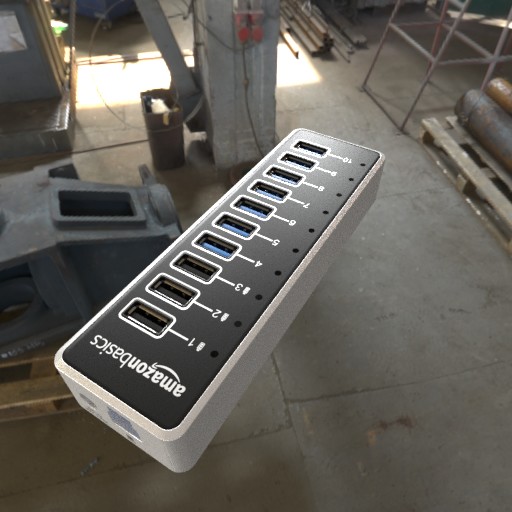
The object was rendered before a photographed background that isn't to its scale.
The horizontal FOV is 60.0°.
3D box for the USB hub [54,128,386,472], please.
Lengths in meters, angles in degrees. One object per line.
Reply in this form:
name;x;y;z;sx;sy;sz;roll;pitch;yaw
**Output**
USB hub;0.000;0.000;0.163;0.044;0.023;0.145;24;51;21
